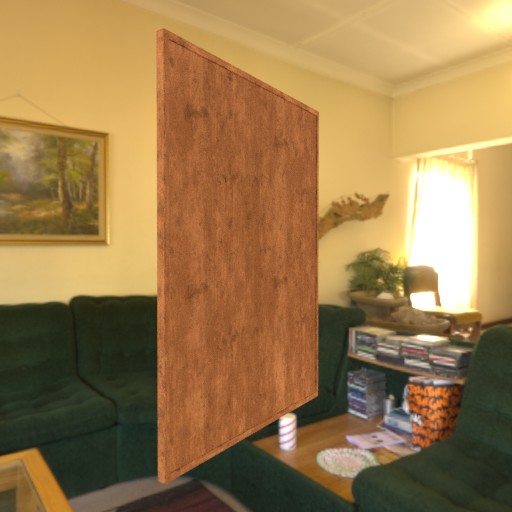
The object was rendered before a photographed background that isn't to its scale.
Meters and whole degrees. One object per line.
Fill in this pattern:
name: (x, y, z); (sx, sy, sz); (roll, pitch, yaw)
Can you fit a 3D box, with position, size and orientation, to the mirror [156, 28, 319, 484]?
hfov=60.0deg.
mirror: (0.000, 0.000, 1.396); (0.028, 1.099, 0.796); (1, 1, 35)
